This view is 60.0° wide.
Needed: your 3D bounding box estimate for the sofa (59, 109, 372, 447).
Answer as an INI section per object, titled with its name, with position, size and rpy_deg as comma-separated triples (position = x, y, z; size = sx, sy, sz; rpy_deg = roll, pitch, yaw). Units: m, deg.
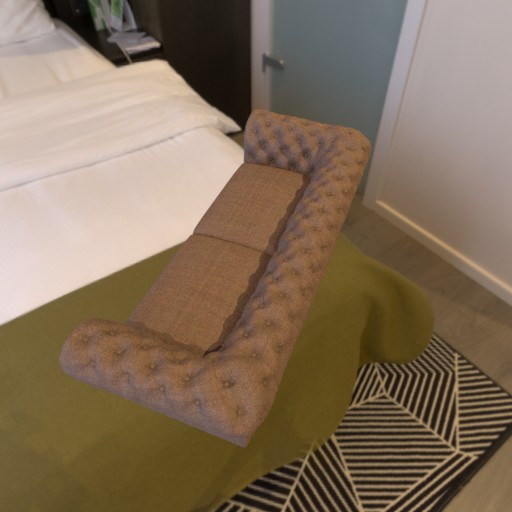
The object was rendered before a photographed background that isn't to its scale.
[sofa]
position = 0.000, 0.000, 2.790
size = 0.944, 0.787, 2.385
rpy_deg = 16, 49, 15
